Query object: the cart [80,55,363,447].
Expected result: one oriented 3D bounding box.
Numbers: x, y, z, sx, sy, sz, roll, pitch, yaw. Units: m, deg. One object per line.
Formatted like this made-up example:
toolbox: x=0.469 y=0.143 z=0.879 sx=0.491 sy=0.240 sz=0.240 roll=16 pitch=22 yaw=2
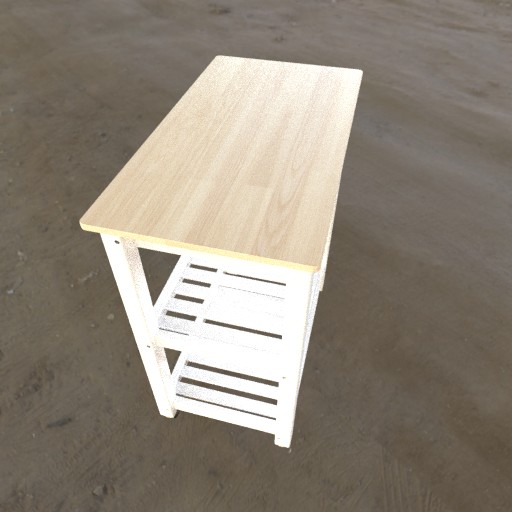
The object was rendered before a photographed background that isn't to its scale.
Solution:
cart: x=0.000 y=0.000 z=1.420 sx=0.457 sy=0.927 sz=0.899 roll=10 pitch=46 yaw=10
